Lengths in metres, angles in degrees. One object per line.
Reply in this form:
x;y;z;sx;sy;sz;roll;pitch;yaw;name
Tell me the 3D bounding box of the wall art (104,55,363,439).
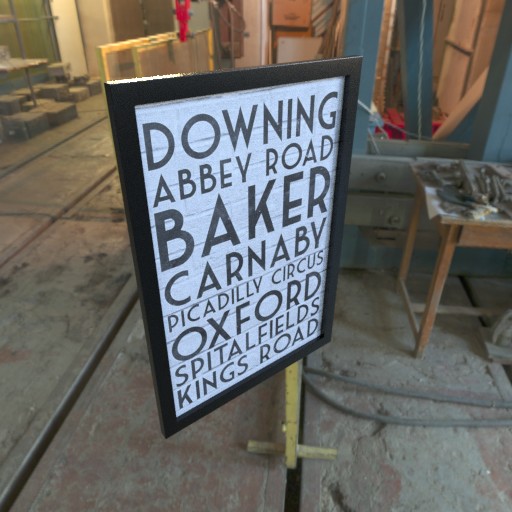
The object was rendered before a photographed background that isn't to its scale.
0.000;0.000;0.829;0.462;0.656;0.019;-22;37;-32;wall art
